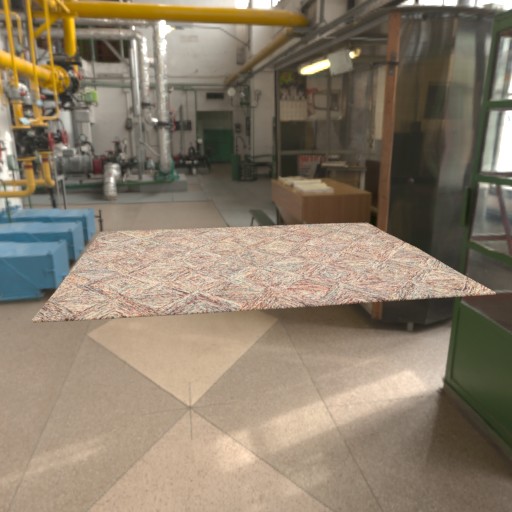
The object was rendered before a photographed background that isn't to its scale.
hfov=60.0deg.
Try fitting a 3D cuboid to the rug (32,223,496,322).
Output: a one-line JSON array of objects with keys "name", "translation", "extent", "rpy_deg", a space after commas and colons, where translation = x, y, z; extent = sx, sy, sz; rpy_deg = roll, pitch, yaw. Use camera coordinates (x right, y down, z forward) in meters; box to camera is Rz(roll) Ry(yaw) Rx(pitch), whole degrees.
[{"name": "rug", "translation": [0.000, 0.000, 4.147], "extent": [3.226, 0.024, 2.436], "rpy_deg": [-3, 17, -8]}]
